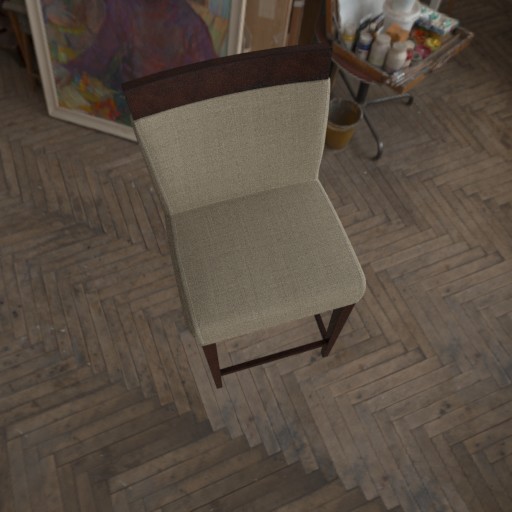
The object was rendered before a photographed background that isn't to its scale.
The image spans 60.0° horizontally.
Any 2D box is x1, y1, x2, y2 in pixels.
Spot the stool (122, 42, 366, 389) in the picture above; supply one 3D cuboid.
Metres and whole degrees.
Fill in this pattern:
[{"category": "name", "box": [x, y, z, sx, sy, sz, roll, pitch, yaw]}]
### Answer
[{"category": "stool", "box": [0.000, 0.000, 1.287, 0.463, 1.011, 0.480, -15, 64, -7]}]
